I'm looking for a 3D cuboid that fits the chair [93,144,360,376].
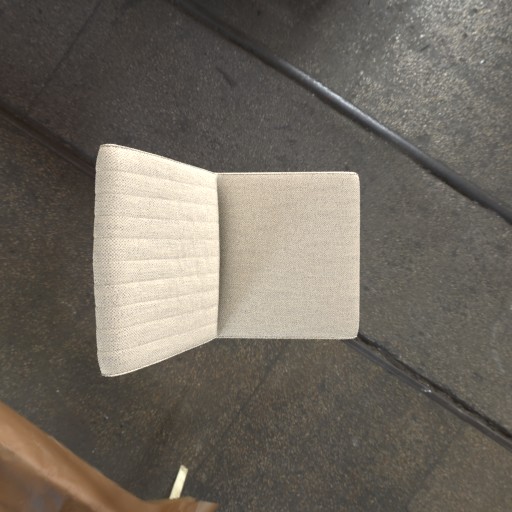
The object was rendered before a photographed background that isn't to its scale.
[{"bbox_3d":[0.000,0.000,1.230,0.594,0.900,0.480,0,91,0],"label":"chair"}]
